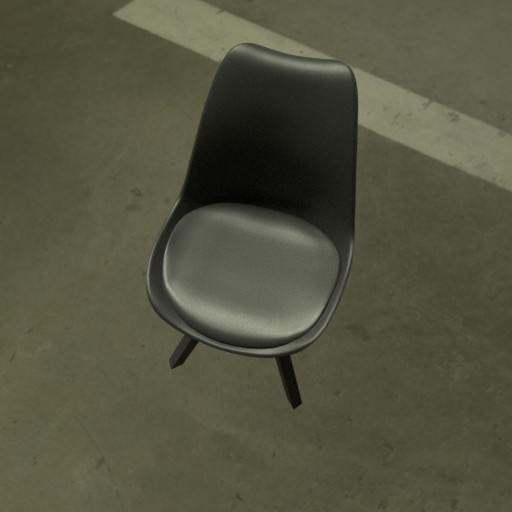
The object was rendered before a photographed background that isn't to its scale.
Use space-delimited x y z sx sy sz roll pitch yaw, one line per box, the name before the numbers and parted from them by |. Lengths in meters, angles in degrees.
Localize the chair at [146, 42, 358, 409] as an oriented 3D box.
chair | 0.000 0.000 1.175 0.485 0.850 0.550 15 60 9
